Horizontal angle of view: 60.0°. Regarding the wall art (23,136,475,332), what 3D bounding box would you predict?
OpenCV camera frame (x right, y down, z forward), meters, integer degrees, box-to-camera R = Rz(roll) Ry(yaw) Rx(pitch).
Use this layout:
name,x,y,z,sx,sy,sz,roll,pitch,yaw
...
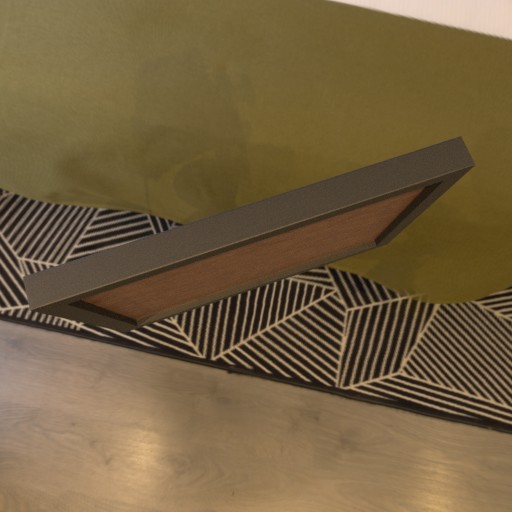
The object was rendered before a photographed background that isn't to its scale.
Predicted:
name,x,y,z,sx,sy,sz,roll,pitch,yaw
wall art,0.000,0.000,0.859,0.671,0.456,0.051,-18,77,-4
